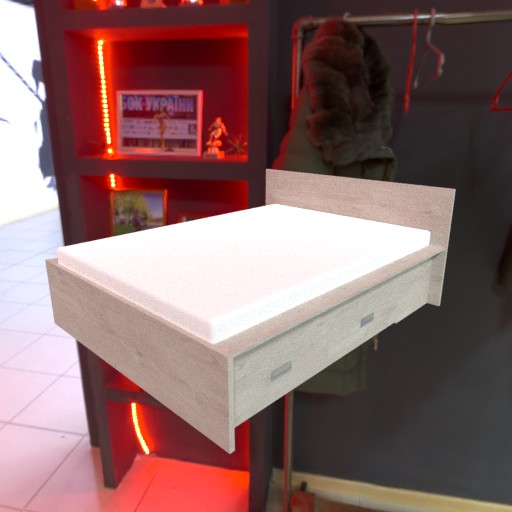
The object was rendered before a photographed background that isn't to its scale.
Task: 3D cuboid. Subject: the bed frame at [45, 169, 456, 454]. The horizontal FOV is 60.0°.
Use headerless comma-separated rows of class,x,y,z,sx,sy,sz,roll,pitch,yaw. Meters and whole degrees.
bed frame,0.000,0.000,2.795,1.622,0.800,1.960,16,24,42
